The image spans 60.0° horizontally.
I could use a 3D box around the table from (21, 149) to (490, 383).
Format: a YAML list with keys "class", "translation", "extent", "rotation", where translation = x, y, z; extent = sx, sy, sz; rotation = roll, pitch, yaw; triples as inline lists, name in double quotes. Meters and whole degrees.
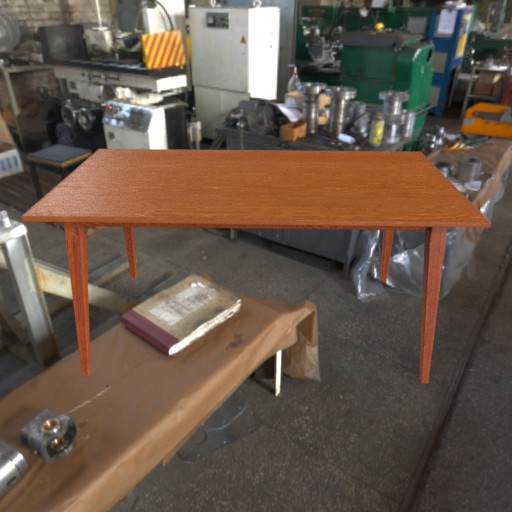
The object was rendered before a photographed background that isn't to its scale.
- class: "table"
  translation: [0.000, 0.000, 2.053]
  extent: [1.609, 0.755, 0.811]
  rotation: [1, 30, 1]
